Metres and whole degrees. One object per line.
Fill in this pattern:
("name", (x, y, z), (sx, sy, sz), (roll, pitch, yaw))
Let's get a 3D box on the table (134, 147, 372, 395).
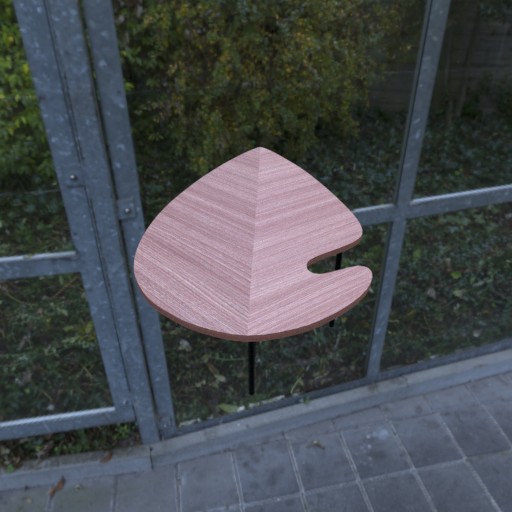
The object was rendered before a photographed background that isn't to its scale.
("table", (0.000, 0.000, 1.456), (0.598, 0.360, 1.199), (1, 31, 1))
